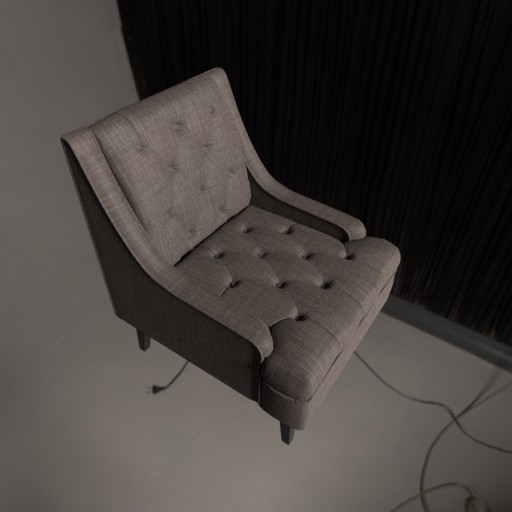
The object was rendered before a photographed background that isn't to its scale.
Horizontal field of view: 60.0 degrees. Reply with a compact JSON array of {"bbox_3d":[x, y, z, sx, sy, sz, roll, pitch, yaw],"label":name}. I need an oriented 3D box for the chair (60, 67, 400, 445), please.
[{"bbox_3d":[0.000,0.000,1.422,0.771,0.891,0.655,24,47,25],"label":"chair"}]
